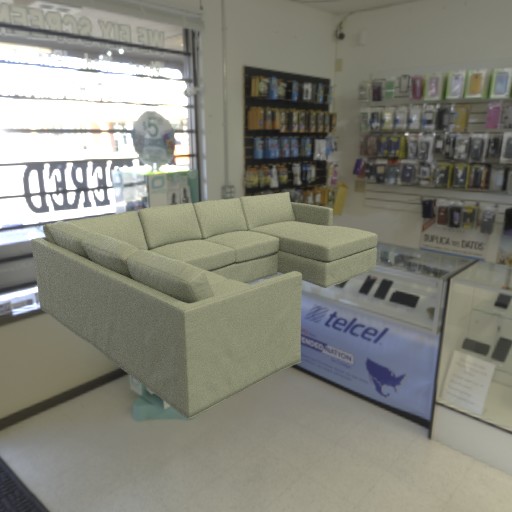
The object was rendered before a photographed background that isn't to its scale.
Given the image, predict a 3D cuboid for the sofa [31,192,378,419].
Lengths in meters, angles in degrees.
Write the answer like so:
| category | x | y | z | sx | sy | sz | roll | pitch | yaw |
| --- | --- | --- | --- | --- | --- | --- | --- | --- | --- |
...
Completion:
| category | x | y | z | sx | sy | sz | roll | pitch | yaw |
| --- | --- | --- | --- | --- | --- | --- | --- | --- | --- |
| sofa | 0.000 | 0.000 | 4.467 | 3.460 | 0.882 | 2.427 | -15 | 21 | -42 |
